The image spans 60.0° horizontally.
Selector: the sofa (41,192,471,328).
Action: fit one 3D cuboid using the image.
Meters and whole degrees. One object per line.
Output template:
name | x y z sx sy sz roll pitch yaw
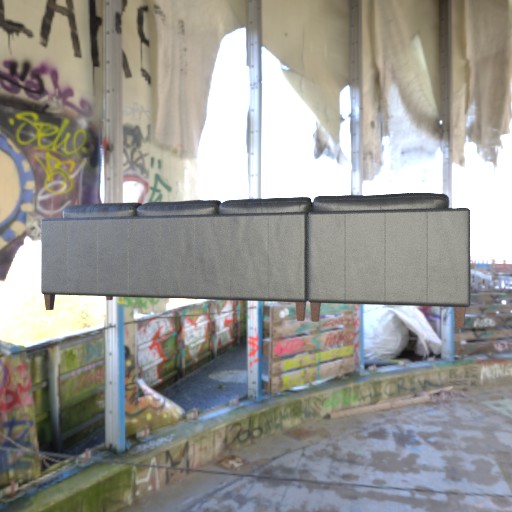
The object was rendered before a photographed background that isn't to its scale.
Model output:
sofa | 0.000 0.000 3.914 3.203 0.883 1.581 0 0 16
